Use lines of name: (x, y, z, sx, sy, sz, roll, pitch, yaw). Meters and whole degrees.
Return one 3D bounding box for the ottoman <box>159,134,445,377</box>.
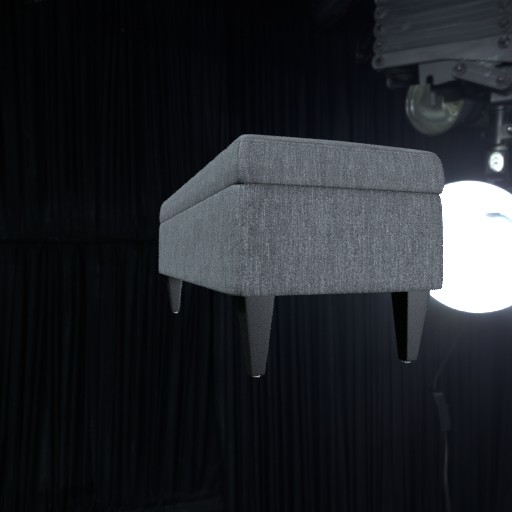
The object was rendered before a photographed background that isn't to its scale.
ottoman: (0.000, 0.000, 1.411, 0.482, 0.469, 1.151, 0, 0, -19)
